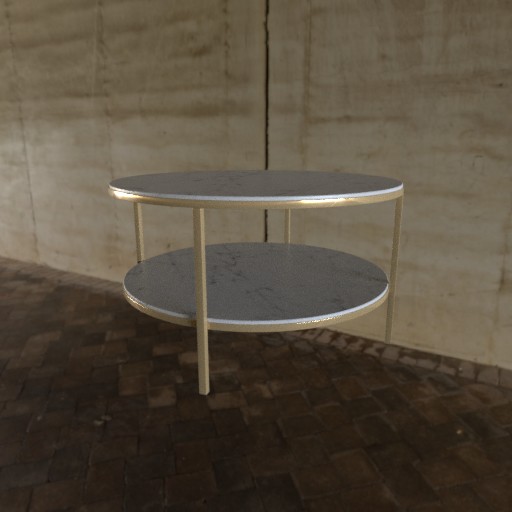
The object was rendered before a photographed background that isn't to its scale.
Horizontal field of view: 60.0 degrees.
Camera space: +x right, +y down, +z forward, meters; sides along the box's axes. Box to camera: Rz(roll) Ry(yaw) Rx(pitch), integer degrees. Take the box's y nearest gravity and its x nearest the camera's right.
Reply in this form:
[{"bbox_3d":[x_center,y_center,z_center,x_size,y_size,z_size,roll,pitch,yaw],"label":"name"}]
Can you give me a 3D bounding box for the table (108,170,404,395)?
[{"bbox_3d":[0.000,0.000,1.315,0.800,0.450,0.800,0,15,0],"label":"table"}]
